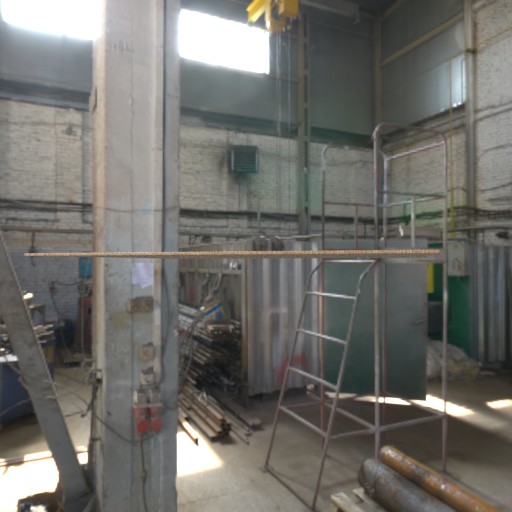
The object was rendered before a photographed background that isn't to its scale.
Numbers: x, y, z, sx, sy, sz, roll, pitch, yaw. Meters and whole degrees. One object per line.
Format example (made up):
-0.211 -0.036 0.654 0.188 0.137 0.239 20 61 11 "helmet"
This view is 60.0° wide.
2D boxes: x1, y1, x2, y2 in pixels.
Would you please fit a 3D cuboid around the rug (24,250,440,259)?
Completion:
0.000 0.000 4.146 3.039 0.019 2.420 0 -1 19 "rug"
